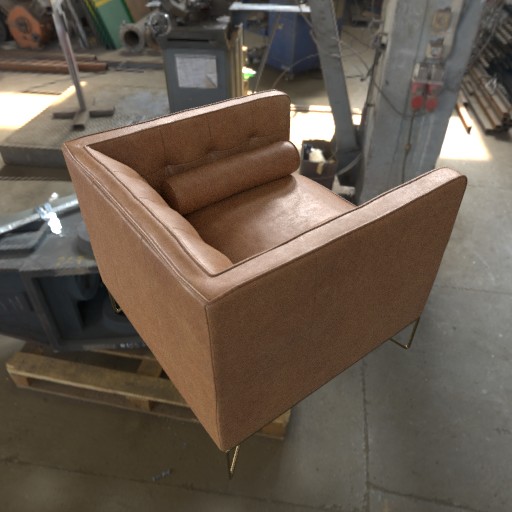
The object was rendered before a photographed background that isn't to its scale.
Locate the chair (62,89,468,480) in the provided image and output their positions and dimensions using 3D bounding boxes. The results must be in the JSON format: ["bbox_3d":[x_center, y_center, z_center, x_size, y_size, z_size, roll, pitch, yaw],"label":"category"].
[{"bbox_3d":[0.000,0.000,1.589,0.912,0.797,0.920,-25,46,-27],"label":"chair"}]
